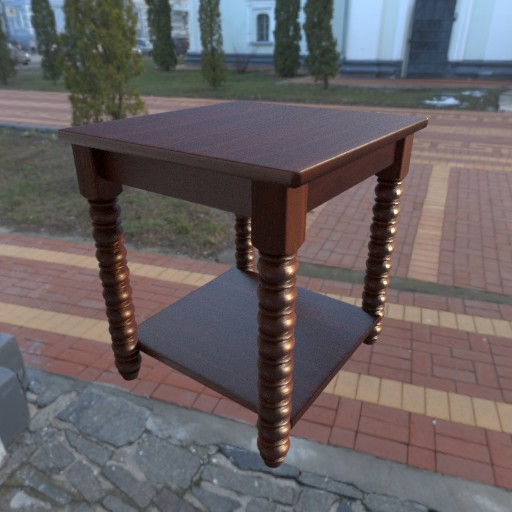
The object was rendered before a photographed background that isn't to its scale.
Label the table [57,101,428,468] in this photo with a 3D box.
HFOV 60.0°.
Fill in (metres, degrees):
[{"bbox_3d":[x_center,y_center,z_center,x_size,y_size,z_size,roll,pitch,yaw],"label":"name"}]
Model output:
[{"bbox_3d":[0.000,0.000,0.973,0.500,0.567,0.533,17,31,32],"label":"table"}]
